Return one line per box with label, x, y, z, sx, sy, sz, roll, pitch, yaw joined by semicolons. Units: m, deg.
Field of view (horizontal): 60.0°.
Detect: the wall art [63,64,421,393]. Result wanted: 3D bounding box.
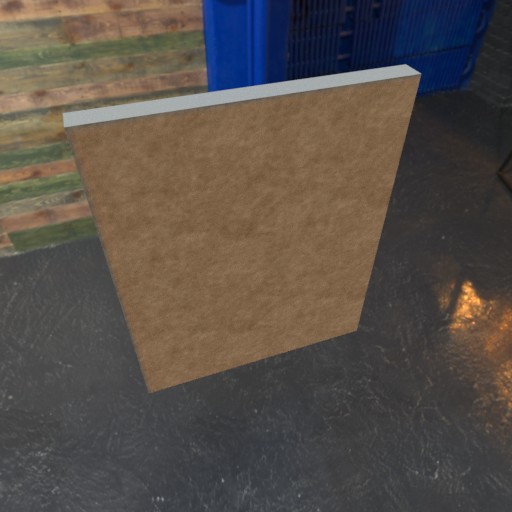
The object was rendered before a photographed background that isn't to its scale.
wall art;0.000;0.000;0.735;0.453;0.554;0.037;-14;45;-14
